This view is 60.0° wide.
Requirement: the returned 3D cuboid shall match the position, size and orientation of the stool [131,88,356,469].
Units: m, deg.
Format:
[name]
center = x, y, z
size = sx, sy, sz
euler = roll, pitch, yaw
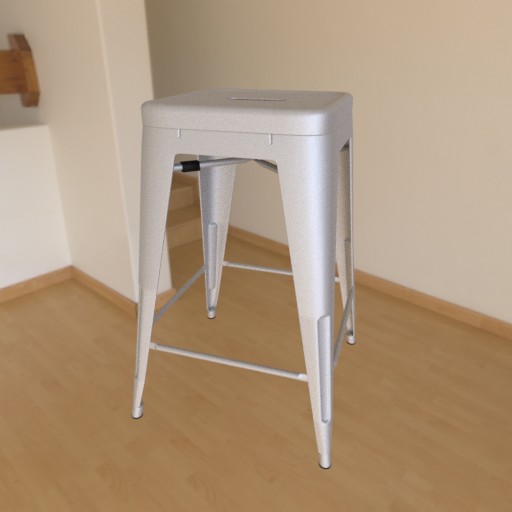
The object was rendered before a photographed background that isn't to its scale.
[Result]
[stool]
center = 0.000, 0.000, 0.895
size = 0.410, 0.608, 0.410
euler = 8, 26, 16
